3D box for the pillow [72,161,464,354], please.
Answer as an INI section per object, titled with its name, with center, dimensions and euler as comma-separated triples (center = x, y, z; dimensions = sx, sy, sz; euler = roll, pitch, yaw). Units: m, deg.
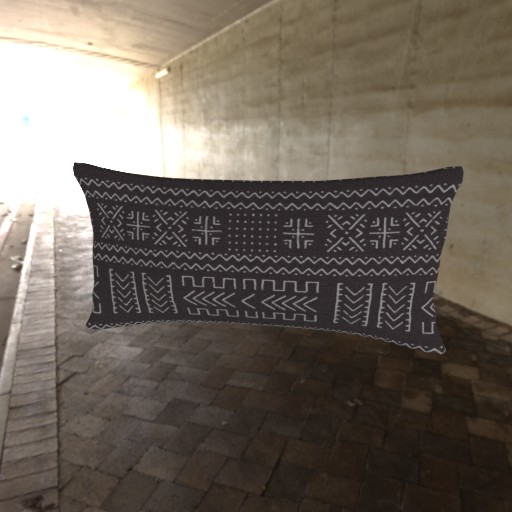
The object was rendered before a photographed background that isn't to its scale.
[pillow]
center = 0.000, 0.000, 0.784
dimensions = 0.667, 0.322, 0.135
euler = 2, 16, 8
